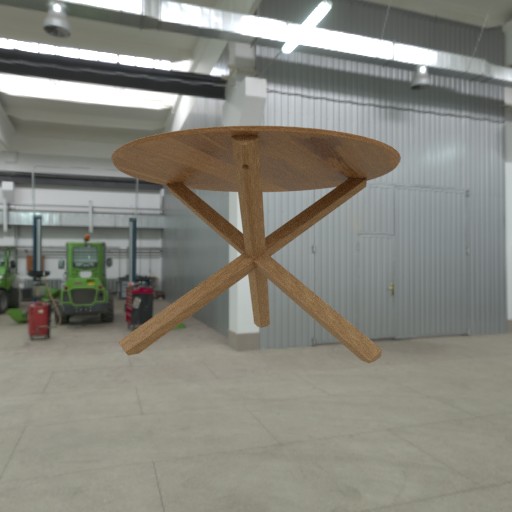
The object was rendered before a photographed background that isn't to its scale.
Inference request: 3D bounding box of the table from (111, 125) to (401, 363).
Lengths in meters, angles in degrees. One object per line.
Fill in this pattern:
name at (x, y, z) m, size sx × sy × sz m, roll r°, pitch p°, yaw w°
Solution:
table at (0.000, 0.000, 1.667) m, size 1.038 × 0.666 × 1.038 m, roll 0°, pitch -1°, yaw 0°
